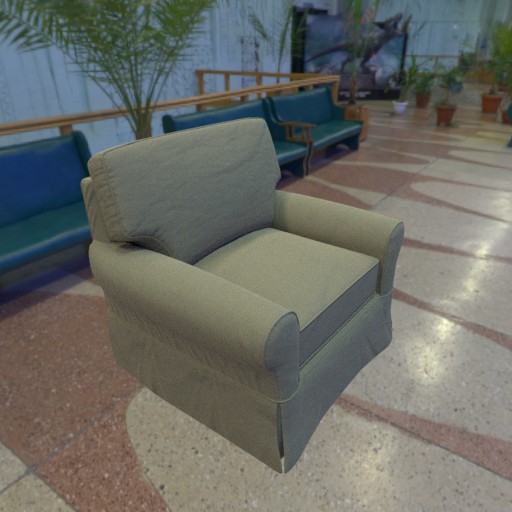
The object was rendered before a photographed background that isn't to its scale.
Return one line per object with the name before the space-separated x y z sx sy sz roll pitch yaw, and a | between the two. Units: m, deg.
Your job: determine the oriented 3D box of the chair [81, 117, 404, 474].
chair | 0.000 0.000 1.903 0.988 1.017 1.135 18 32 33
